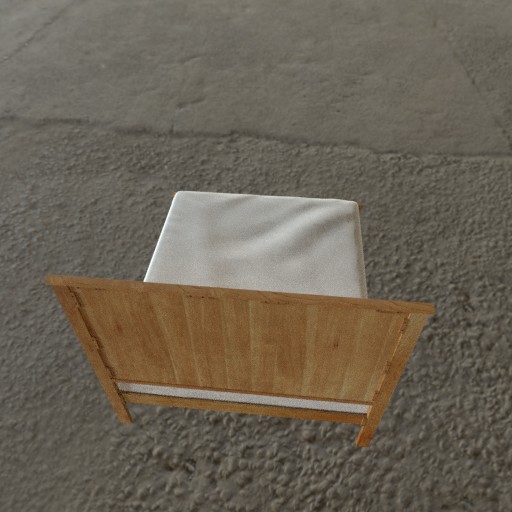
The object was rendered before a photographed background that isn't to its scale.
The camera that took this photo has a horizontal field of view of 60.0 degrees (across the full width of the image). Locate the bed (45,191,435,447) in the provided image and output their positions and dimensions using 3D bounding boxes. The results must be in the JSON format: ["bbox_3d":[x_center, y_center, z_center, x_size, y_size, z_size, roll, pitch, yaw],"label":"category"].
[{"bbox_3d":[0.000,0.000,3.549,1.936,1.686,2.201,4,46,4],"label":"bed"}]
